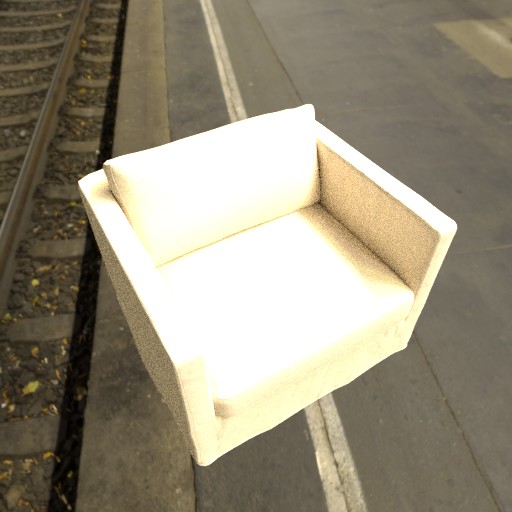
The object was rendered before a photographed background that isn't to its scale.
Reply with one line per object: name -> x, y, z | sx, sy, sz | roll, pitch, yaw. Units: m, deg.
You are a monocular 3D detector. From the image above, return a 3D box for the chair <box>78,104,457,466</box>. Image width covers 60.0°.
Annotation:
chair -> 0.000, 0.000, 1.748 | 1.057, 0.851, 0.947 | -23, 50, -21
